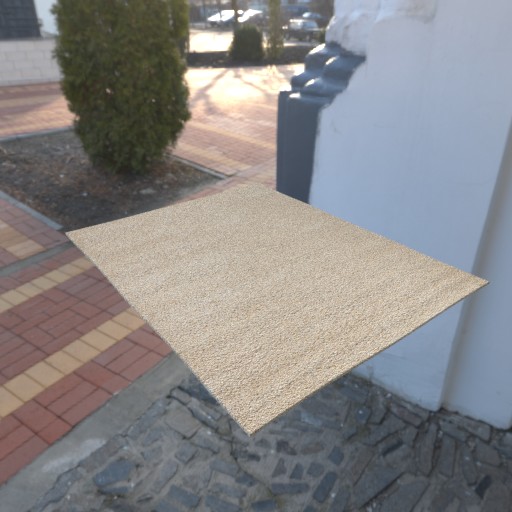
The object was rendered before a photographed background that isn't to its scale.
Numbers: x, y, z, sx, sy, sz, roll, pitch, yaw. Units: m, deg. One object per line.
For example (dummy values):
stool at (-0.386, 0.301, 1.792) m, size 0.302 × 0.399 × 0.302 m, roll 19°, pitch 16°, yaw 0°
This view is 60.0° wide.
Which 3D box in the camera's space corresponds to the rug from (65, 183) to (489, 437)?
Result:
rug at (0.000, 0.000, 3.942) m, size 2.400 × 0.026 × 3.000 m, roll -20°, pitch 35°, yaw -32°
